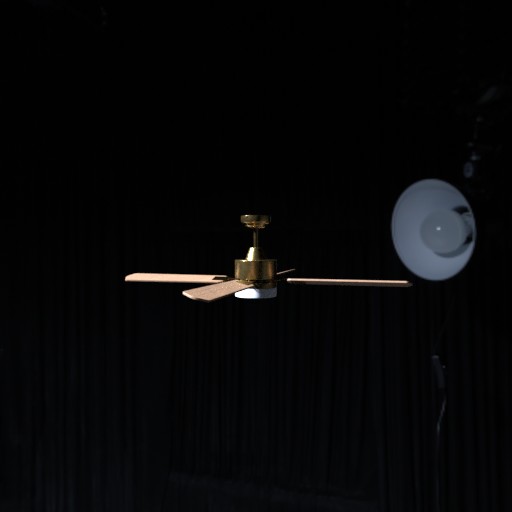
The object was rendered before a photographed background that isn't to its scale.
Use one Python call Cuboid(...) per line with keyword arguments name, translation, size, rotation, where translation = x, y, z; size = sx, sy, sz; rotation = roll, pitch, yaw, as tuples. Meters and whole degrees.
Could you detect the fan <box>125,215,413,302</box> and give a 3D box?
Cuboid(name="fan", translation=(0.000, 0.000, 1.976), size=(1.320, 0.355, 1.320), rotation=(1, 2, 17))
